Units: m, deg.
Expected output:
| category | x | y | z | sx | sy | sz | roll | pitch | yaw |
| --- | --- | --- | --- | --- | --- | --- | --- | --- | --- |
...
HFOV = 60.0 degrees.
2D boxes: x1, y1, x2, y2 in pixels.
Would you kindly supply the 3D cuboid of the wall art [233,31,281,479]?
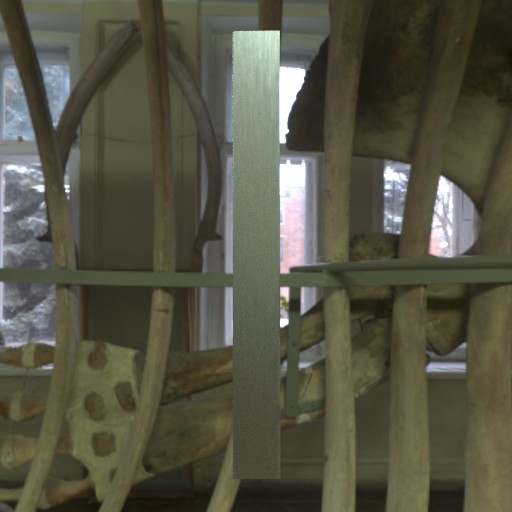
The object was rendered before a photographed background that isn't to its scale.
| category | x | y | z | sx | sy | sz | roll | pitch | yaw |
| --- | --- | --- | --- | --- | --- | --- | --- | --- | --- |
| wall art | 0.000 | 0.000 | 0.521 | 0.038 | 0.350 | 0.350 | 0 | -1 | 0 |
